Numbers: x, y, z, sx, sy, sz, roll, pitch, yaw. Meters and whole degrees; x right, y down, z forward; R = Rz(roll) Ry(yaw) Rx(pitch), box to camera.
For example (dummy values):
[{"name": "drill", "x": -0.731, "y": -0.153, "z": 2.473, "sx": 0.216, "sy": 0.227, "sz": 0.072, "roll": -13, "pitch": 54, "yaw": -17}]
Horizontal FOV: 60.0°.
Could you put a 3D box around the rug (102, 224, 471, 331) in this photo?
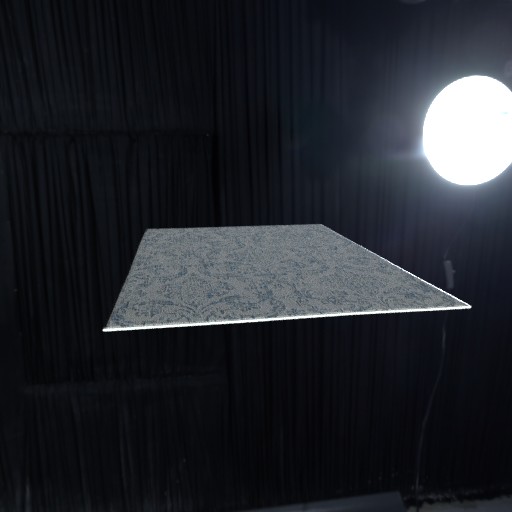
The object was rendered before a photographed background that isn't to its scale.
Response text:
[{"name": "rug", "x": 0.000, "y": 0.000, "z": 2.906, "sx": 1.586, "sy": 0.014, "sz": 2.197, "roll": -2, "pitch": 14, "yaw": -9}]
